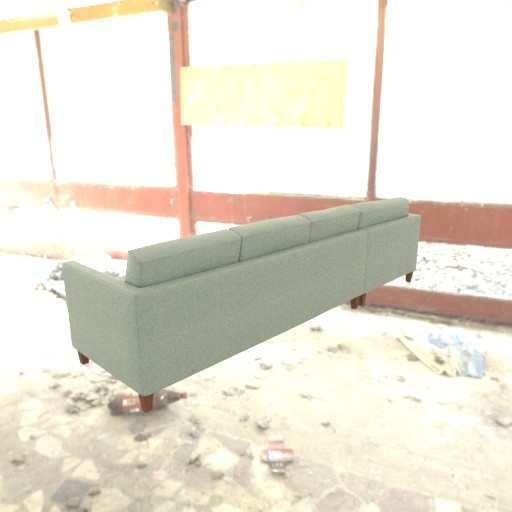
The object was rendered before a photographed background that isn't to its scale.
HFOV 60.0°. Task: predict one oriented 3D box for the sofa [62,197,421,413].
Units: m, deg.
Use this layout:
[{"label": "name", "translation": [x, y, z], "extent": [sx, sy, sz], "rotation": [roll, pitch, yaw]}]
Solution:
[{"label": "sofa", "translation": [0.000, 0.000, 4.119], "extent": [1.600, 0.953, 3.470], "rotation": [14, 21, 42]}]
